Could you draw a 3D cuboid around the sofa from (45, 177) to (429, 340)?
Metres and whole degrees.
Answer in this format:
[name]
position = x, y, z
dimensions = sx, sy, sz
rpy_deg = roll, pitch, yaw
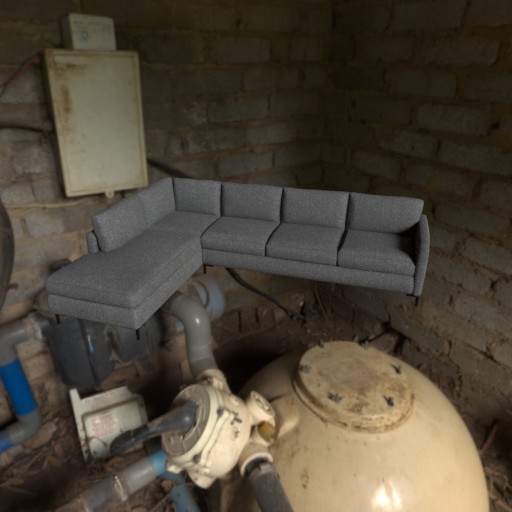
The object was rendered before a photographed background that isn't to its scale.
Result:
[sofa]
position = 0.000, 0.000, 3.972
dimensions = 2.949, 0.815, 2.007
rpy_deg = 8, 26, 16
